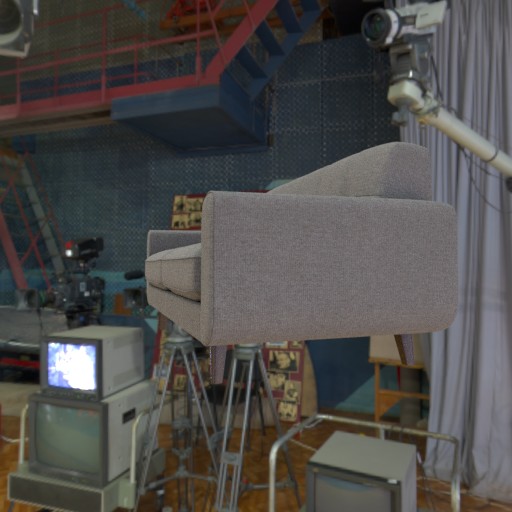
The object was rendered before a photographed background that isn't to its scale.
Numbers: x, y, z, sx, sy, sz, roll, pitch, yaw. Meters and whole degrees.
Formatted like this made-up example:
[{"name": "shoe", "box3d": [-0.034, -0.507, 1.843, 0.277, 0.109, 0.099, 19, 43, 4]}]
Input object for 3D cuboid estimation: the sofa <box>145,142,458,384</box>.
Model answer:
[{"name": "sofa", "box3d": [0.000, 0.000, 2.137, 0.909, 0.841, 1.631, 0, -1, -20]}]
